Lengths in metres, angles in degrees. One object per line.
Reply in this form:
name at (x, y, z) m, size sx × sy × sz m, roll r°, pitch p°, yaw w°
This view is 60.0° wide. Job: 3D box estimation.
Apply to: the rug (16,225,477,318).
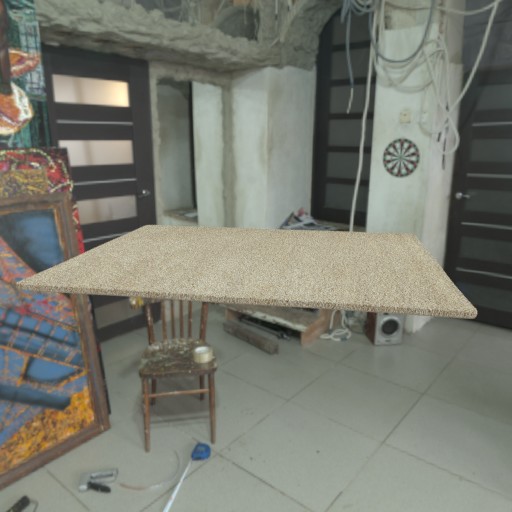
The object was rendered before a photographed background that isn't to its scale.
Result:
rug at (0.000, 0.000, 2.065) m, size 1.600 × 0.025 × 1.199 m, roll 3°, pitch 15°, yaw 10°
